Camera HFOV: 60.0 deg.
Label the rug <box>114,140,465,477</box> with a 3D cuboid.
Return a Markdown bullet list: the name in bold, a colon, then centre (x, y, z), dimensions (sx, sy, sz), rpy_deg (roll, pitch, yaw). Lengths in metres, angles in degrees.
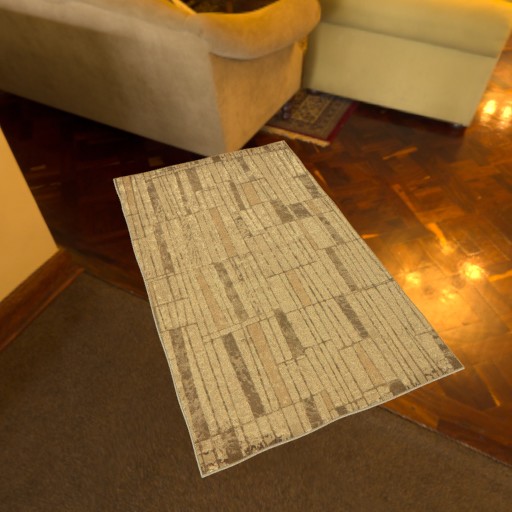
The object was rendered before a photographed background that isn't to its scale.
- **rug**: centre (0.000, 0.000, 3.036), dimensions (1.531, 0.023, 2.444), rpy_deg (-16, 49, -15)
